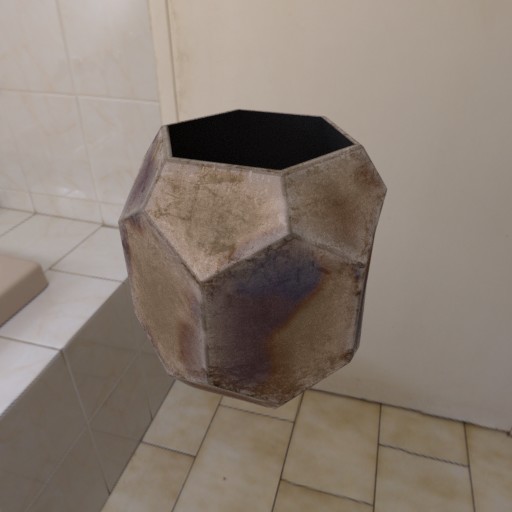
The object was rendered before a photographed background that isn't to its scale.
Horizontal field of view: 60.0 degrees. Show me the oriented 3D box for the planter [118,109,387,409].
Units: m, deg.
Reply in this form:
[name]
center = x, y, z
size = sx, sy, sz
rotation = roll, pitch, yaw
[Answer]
[planter]
center = 0.000, 0.000, 0.430
size = 0.221, 0.238, 0.243
rotation = 10, 34, 15
